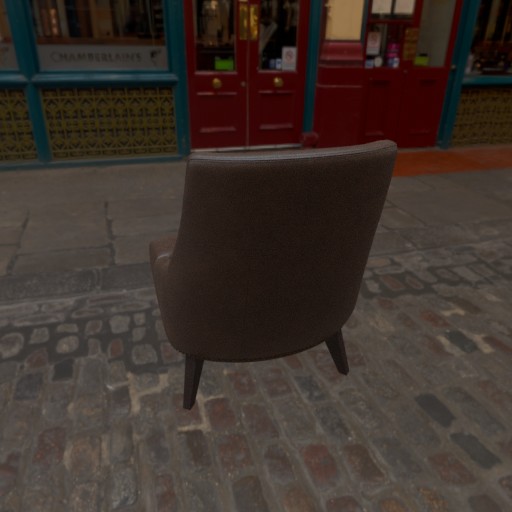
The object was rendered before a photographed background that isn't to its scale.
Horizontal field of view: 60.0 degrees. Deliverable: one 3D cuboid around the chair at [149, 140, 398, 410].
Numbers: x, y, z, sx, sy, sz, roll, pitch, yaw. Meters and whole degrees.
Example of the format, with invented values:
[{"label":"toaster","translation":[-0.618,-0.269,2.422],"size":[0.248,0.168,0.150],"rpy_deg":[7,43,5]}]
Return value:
[{"label":"chair","translation":[0.000,0.000,1.562],"size":[0.701,0.909,0.861],"rpy_deg":[-8,27,-16]}]
